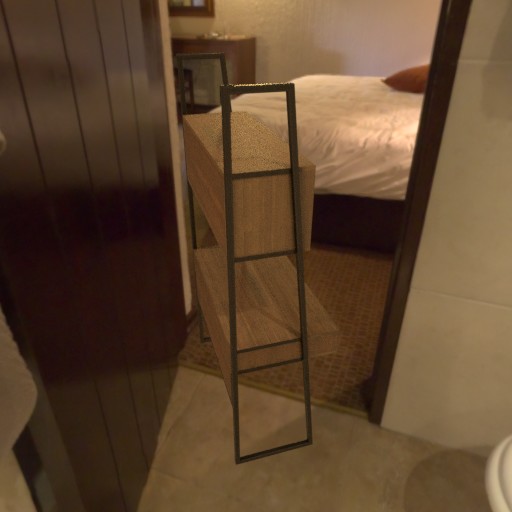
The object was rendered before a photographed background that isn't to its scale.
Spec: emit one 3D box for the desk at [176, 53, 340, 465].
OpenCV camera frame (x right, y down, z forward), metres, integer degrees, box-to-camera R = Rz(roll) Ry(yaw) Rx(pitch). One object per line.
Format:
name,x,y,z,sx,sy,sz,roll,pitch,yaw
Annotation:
desk,0.000,0.000,2.253,0.515,1.809,0.982,-9,31,-14
